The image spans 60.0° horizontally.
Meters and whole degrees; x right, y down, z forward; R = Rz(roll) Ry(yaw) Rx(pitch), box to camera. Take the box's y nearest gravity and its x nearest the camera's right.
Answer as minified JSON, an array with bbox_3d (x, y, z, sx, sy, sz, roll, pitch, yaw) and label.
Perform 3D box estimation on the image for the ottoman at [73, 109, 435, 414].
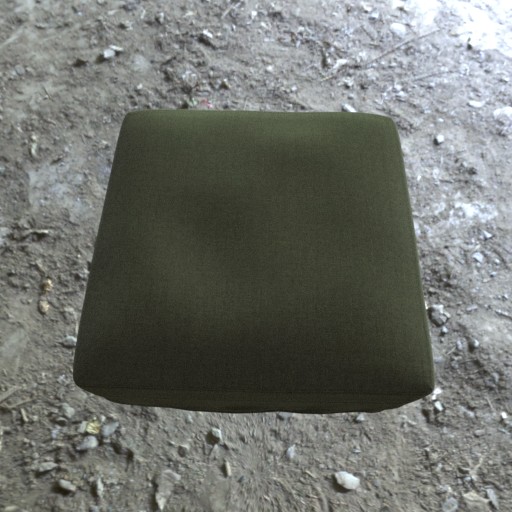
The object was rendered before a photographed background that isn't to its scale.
[{"bbox_3d":[0.000,0.000,1.309,0.843,0.436,0.840,1,64,1],"label":"ottoman"}]
